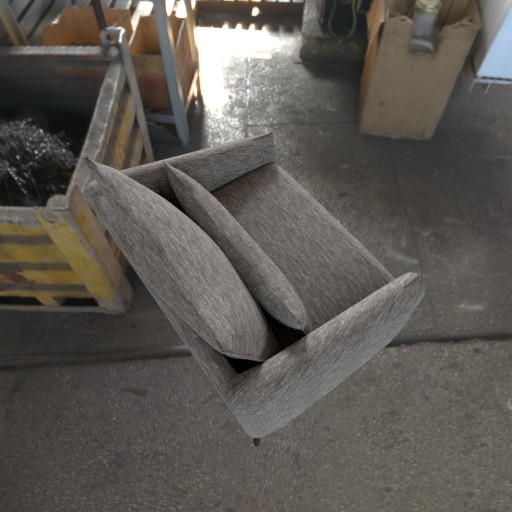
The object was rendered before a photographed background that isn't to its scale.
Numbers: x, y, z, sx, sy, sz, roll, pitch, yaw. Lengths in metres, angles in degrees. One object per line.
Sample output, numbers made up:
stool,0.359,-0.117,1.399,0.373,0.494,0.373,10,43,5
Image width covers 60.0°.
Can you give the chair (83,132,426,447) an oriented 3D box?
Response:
chair,0.000,0.000,1.630,0.805,0.842,1.004,-32,63,-18
